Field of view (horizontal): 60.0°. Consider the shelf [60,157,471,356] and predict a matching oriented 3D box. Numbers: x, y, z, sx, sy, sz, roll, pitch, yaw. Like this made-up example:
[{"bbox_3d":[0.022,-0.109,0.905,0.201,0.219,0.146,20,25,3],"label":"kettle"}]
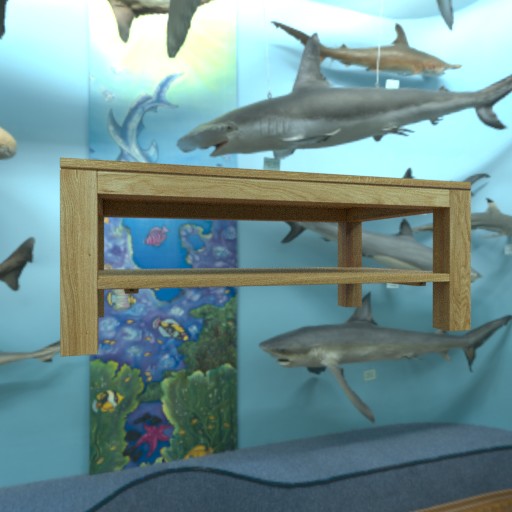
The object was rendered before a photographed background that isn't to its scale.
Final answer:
[{"bbox_3d":[0.000,0.000,1.507,1.150,0.450,0.700,0,0,-18],"label":"shelf"}]
